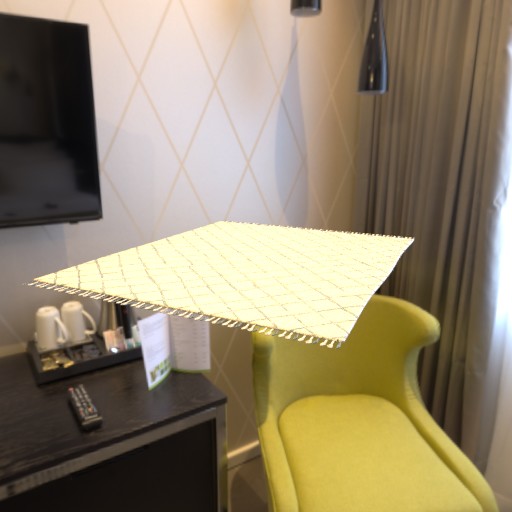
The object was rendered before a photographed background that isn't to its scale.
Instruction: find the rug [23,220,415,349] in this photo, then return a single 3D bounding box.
[{"bbox_3d":[0.000,0.000,4.867,2.892,0.036,3.585,7,16,25],"label":"rug"}]
